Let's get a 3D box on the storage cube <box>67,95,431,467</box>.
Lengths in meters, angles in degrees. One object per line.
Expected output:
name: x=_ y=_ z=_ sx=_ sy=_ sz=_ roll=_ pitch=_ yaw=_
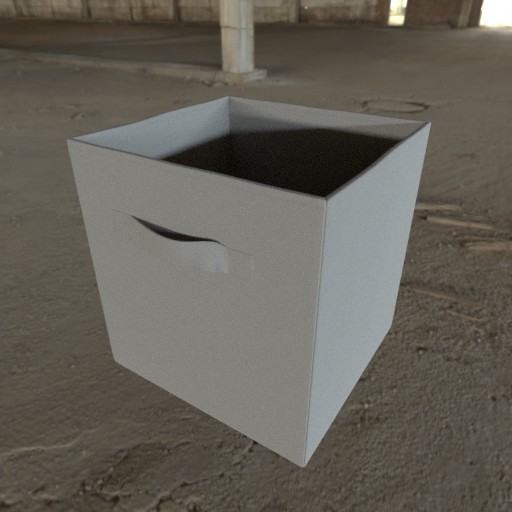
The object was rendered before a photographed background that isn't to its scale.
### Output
storage cube: x=0.000 y=0.000 z=0.500 sx=0.270 sy=0.280 sz=0.270 roll=18 pitch=35 yaw=28
